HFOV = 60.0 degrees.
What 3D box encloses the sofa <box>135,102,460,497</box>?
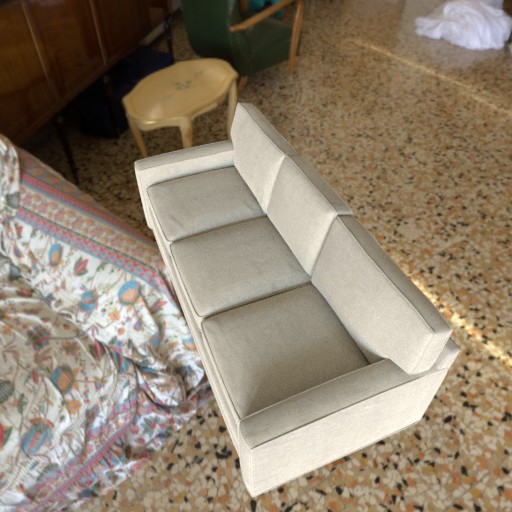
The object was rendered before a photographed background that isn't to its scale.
[{"bbox_3d":[0.000,0.000,2.508,0.936,0.862,2.093,-16,47,-16],"label":"sofa"}]
